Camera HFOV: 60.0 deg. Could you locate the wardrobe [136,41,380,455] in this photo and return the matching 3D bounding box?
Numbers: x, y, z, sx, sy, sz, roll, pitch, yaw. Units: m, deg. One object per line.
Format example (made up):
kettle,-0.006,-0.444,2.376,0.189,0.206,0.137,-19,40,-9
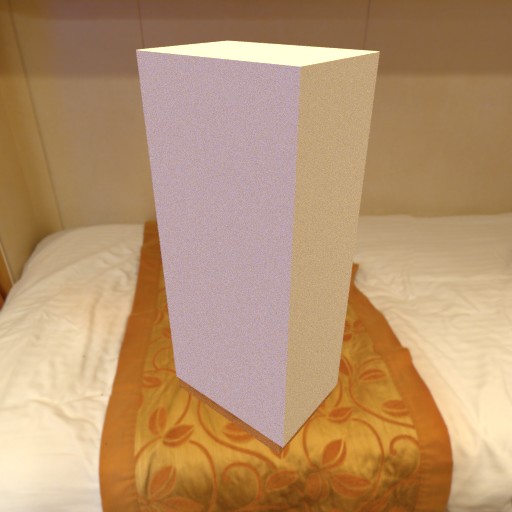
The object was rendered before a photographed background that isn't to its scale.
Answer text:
wardrobe,0.000,0.000,2.417,0.860,2.040,0.600,22,37,33
